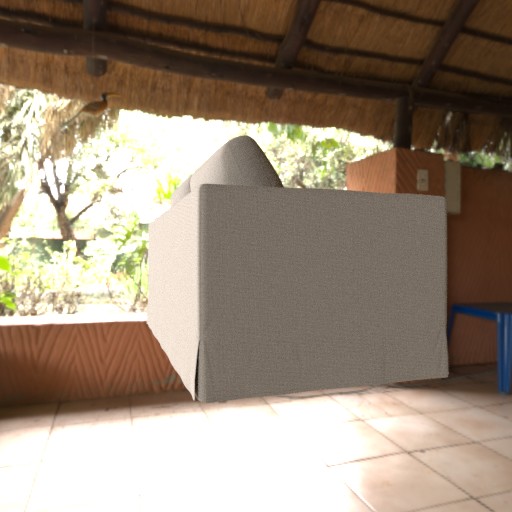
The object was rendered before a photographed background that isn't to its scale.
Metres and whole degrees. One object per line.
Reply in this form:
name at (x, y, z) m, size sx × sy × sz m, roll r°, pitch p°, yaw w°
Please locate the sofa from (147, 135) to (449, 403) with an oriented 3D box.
sofa at (0.000, 0.000, 2.406) m, size 1.009 × 0.932 × 1.813 m, roll 0°, pitch 0°, yaw -19°
